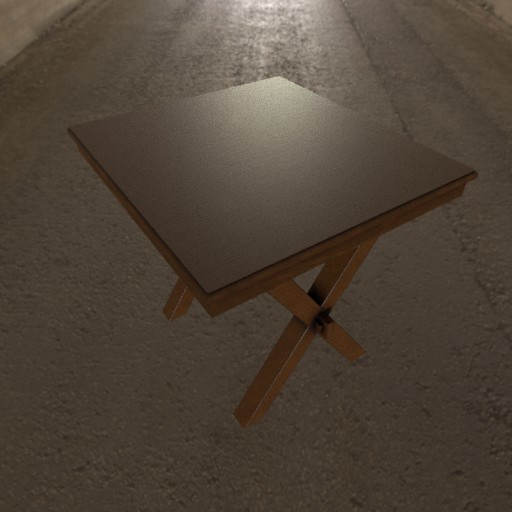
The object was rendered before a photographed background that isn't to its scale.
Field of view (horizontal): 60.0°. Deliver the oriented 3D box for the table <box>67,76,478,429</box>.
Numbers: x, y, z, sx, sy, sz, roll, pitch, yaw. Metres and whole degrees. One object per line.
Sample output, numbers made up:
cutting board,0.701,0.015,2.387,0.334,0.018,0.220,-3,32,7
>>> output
table,0.000,0.000,1.047,0.560,0.562,0.602,-24,46,-25
